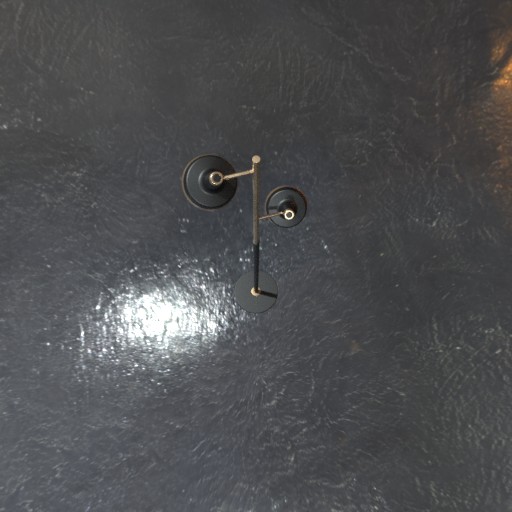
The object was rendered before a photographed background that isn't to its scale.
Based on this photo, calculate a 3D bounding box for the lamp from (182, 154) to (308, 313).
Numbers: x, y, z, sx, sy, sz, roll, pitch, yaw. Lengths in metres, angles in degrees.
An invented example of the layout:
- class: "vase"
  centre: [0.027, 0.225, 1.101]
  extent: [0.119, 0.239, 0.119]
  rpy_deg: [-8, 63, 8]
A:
- class: "lamp"
  centre: [0.000, 0.000, 1.767]
  extent: [0.351, 1.674, 0.253]
  rpy_deg: [-14, 76, -3]
